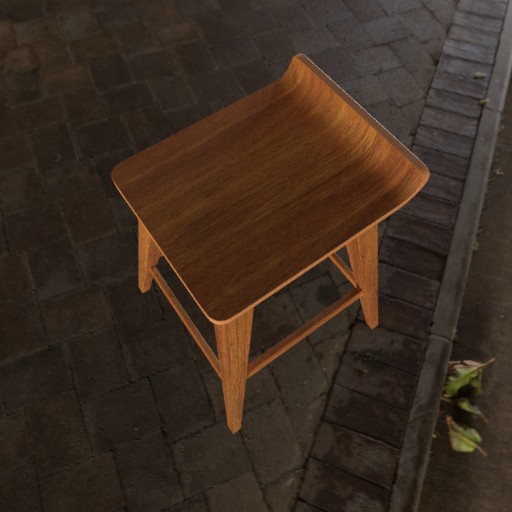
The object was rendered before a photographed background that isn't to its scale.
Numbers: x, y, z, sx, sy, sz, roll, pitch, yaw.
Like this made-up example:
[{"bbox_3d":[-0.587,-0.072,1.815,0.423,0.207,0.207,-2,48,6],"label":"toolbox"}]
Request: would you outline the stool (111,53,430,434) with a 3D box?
[{"bbox_3d":[0.000,0.000,1.002,0.500,0.650,0.500,-33,68,-15],"label":"stool"}]
